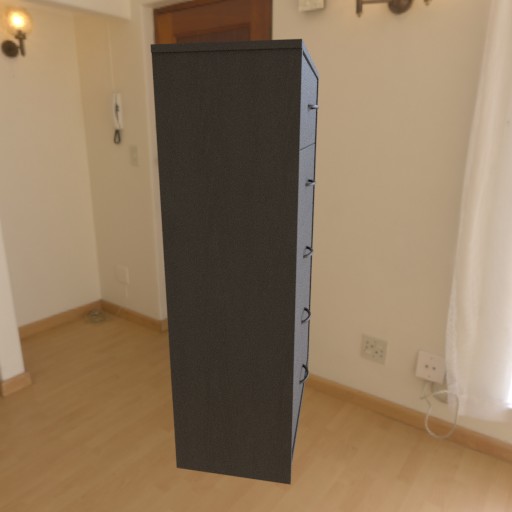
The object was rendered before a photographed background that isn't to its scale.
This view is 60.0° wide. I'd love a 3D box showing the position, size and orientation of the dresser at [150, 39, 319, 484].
[{"bbox_3d":[0.000,0.000,1.553,0.399,1.255,0.704,3,16,10],"label":"dresser"}]
